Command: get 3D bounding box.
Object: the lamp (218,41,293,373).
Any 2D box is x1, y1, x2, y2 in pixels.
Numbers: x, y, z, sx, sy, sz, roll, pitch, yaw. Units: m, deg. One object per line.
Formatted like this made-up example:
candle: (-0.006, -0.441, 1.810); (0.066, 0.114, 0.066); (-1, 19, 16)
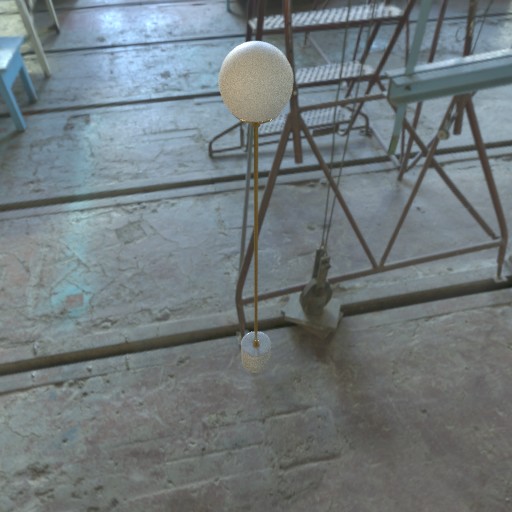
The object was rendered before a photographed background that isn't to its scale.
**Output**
lamp: (0.000, 0.000, 1.886); (0.224, 1.753, 0.224); (26, 52, 22)
